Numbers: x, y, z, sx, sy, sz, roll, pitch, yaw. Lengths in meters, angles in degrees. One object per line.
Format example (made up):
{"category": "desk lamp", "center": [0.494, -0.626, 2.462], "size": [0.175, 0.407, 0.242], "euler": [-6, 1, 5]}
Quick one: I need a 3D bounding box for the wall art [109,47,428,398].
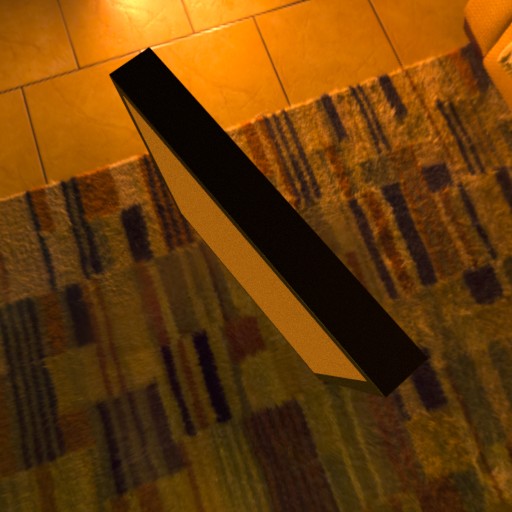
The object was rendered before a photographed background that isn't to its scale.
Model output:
{"category": "wall art", "center": [0.000, 0.000, 0.458], "size": [0.038, 0.304, 0.304], "euler": [-39, 79, -9]}
